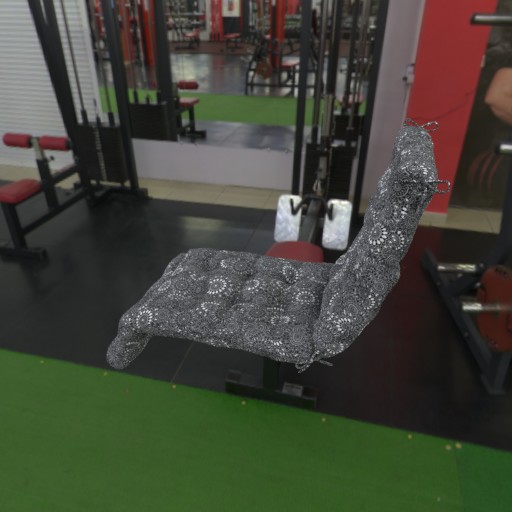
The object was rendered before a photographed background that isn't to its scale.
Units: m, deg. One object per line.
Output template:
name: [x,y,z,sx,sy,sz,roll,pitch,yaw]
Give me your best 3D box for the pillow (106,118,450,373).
pillow: [0.000,0.000,1.474,1.016,0.863,0.526,9,31,14]
